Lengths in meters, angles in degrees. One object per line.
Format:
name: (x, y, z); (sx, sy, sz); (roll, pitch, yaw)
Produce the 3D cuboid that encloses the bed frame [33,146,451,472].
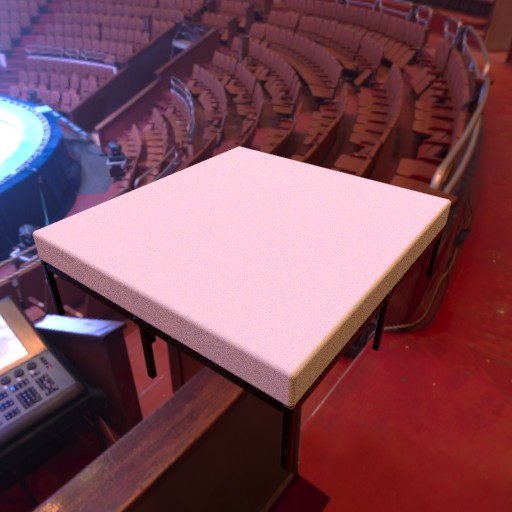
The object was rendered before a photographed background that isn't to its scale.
bed frame: (0.000, 0.000, 3.133); (1.963, 0.659, 2.079); (22, 39, 31)
